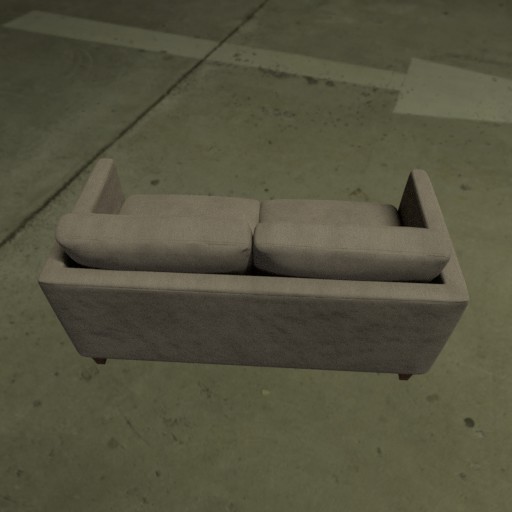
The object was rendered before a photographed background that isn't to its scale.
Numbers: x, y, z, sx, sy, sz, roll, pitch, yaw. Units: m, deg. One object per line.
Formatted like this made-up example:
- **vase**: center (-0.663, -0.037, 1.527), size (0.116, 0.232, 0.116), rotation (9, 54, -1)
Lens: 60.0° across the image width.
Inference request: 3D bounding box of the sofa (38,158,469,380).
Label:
- **sofa**: center (0.000, 0.000, 2.394), size (1.884, 0.963, 0.950), rotation (2, 47, 2)
